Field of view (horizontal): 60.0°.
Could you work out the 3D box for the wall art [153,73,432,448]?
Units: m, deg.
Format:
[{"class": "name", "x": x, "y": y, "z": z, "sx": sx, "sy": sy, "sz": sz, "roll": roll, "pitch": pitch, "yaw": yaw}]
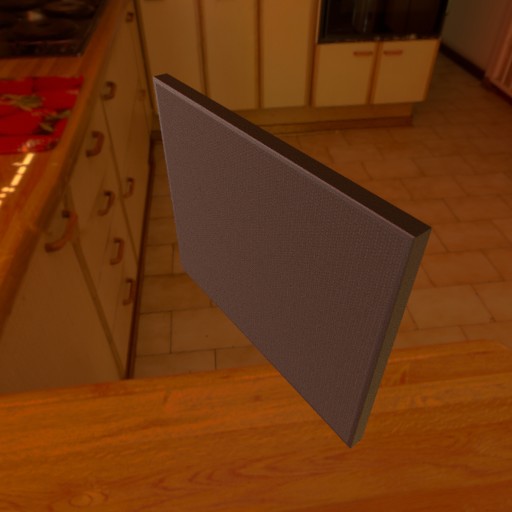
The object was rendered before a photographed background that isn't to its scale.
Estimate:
[{"class": "wall art", "x": 0.000, "y": 0.000, "z": 0.765, "sx": 0.029, "sy": 0.458, "sz": 0.559, "roll": -27, "pitch": 48, "yaw": -27}]
